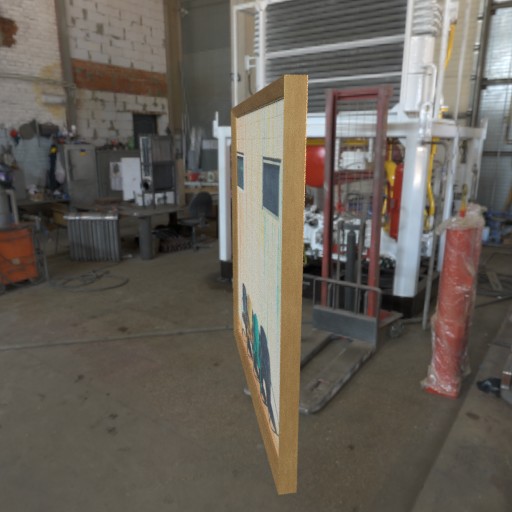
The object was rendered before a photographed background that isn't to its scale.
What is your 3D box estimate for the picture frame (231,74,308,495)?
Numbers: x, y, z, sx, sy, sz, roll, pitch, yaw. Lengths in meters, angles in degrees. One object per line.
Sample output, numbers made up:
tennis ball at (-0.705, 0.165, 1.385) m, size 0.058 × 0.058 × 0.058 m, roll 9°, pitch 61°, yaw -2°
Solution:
picture frame at (0.000, 0.000, 1.127) m, size 0.037 × 0.761 × 0.758 m, roll -2°, pitch 15°, yaw -9°
